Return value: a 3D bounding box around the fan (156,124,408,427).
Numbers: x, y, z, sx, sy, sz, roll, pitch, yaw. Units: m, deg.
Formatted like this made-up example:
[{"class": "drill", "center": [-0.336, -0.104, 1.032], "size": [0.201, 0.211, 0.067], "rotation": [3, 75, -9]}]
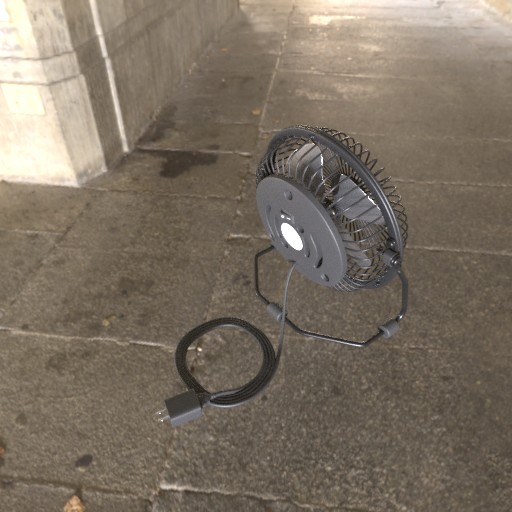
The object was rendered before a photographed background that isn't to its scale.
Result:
[{"class": "fan", "center": [0.000, 0.000, 0.306], "size": [0.202, 0.152, 0.153], "rotation": [-26, 47, -28]}]
